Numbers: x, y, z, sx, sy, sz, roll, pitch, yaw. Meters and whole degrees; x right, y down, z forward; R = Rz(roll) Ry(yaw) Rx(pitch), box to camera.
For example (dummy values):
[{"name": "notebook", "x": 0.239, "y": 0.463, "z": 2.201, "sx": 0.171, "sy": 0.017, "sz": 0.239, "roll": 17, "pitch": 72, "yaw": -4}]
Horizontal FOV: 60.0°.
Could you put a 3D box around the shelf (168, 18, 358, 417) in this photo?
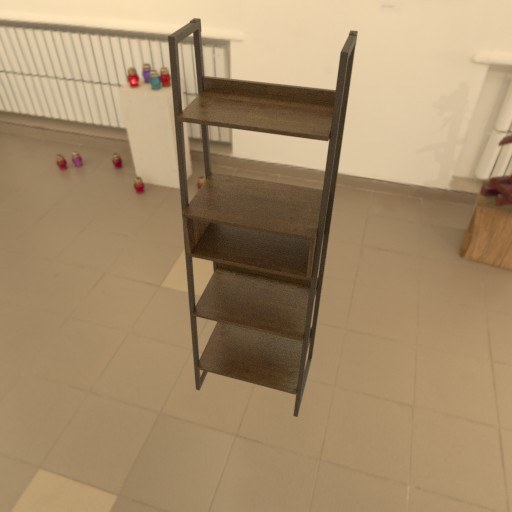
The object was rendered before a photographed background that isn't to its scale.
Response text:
[{"name": "shelf", "x": 0.000, "y": 0.000, "z": 2.206, "sx": 0.652, "sy": 2.005, "sz": 0.454, "roll": 11, "pitch": 42, "yaw": 12}]
